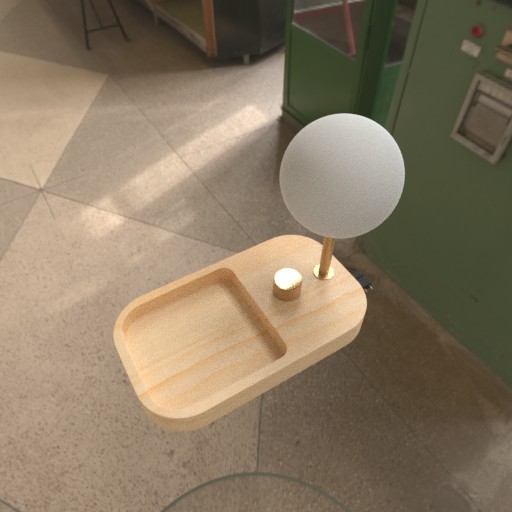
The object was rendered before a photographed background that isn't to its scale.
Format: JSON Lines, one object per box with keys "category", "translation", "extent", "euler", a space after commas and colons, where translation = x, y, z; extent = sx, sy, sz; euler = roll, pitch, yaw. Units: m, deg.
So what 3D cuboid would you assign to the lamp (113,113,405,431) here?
{"category": "lamp", "translation": [0.000, 0.000, 0.470], "extent": [0.331, 0.253, 0.173], "euler": [-24, 53, -20]}
